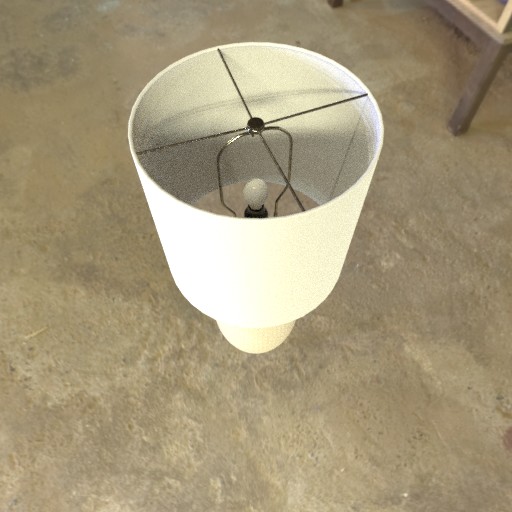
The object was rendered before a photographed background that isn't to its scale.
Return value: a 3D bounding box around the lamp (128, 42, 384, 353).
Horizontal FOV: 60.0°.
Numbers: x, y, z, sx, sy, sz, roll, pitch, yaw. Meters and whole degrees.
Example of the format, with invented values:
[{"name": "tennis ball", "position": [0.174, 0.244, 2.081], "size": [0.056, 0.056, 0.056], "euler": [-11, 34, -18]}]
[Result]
[{"name": "lamp", "position": [0.000, 0.000, 0.572], "size": [0.217, 0.453, 0.217], "euler": [-17, 60, -10]}]
